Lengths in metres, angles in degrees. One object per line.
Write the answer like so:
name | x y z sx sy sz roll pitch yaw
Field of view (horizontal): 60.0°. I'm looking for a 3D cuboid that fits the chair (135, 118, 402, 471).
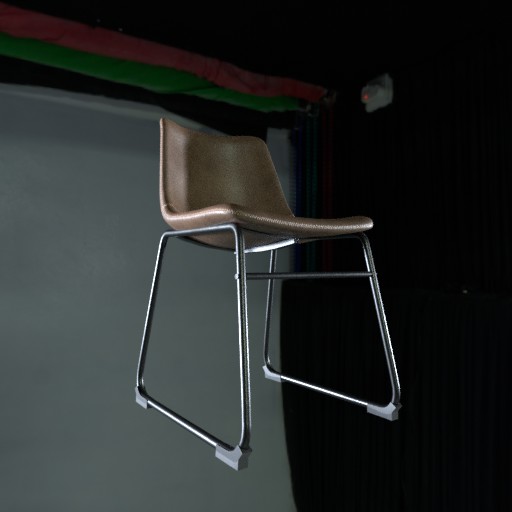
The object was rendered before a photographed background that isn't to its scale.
chair | 0.000 0.000 1.143 0.460 0.780 0.551 1 -1 -36
